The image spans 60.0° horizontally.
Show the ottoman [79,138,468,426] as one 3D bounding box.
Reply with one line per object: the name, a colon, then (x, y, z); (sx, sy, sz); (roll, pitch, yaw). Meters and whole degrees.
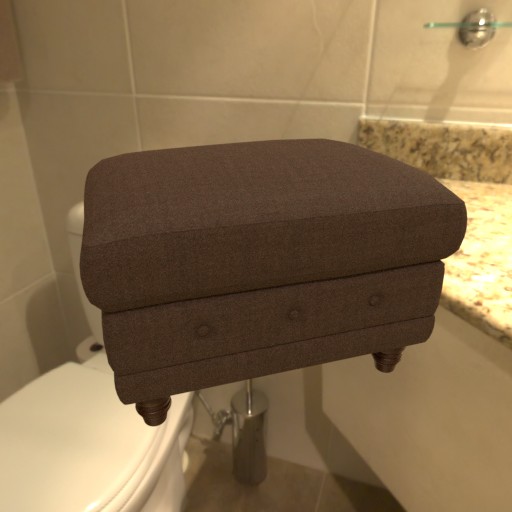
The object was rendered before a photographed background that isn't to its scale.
ottoman: (0.000, 0.000, 1.168); (0.809, 0.555, 0.599); (-8, 26, -16)
